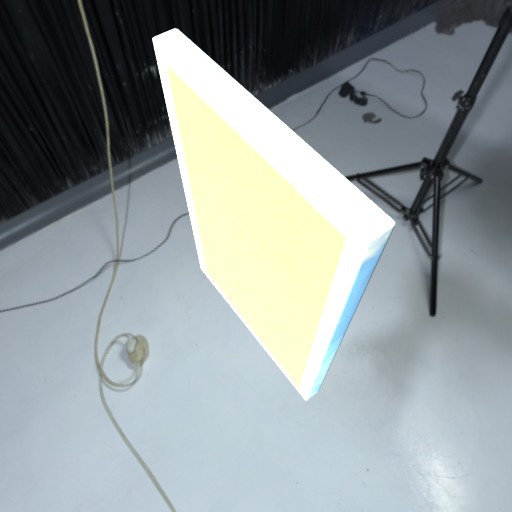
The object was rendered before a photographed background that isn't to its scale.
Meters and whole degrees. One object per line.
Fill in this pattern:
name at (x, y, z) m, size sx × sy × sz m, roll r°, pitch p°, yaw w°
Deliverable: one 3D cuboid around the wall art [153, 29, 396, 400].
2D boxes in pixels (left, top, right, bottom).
wall art at (0.000, 0.000, 0.761) m, size 0.038 × 0.610 × 0.401 m, roll -33°, pitch 64°, yaw -18°
